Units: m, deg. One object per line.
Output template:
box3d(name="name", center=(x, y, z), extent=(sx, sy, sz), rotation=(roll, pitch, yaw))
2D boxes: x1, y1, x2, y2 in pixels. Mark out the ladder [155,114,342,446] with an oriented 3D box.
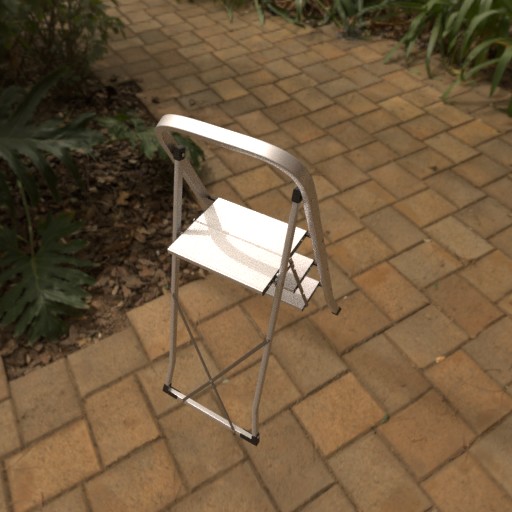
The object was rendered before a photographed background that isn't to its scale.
box3d(name="ladder", center=(0.000, 0.000, 1.433), extent=(0.465, 1.070, 0.704), rotation=(23, 50, 20))
